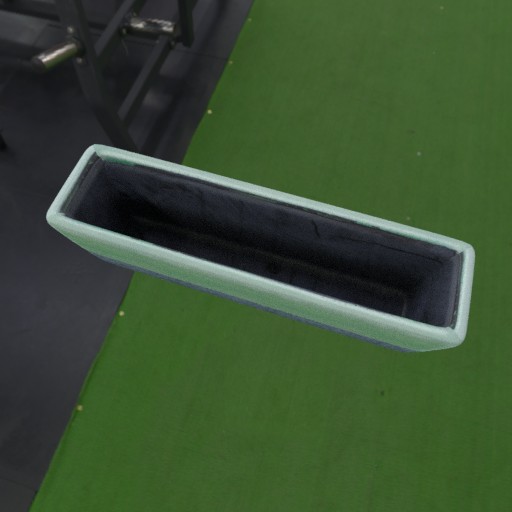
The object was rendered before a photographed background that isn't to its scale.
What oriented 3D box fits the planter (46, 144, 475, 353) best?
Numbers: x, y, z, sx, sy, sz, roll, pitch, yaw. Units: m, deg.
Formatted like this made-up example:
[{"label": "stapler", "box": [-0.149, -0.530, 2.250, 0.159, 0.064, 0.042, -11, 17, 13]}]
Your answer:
[{"label": "planter", "box": [0.000, 0.000, 0.318, 0.275, 0.072, 0.072, 16, 65, 8]}]
